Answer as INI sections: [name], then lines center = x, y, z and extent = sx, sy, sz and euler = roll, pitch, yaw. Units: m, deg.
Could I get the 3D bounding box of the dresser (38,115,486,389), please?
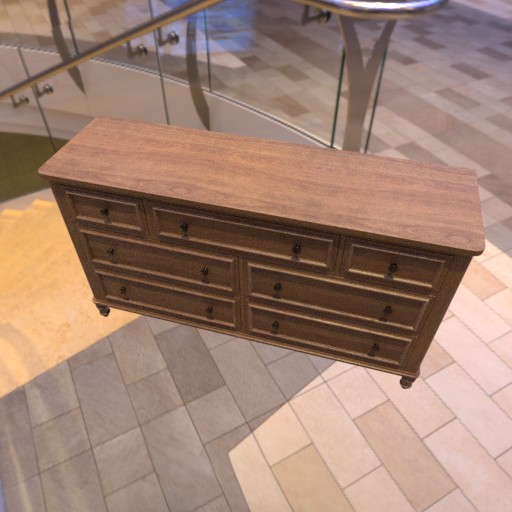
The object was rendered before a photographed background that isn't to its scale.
[dresser]
center = 0.000, 0.000, 1.968
extent = 1.583, 0.892, 0.468
euler = 11, 46, 11
